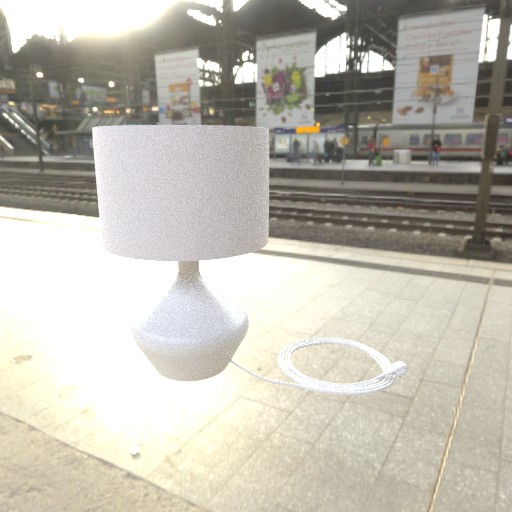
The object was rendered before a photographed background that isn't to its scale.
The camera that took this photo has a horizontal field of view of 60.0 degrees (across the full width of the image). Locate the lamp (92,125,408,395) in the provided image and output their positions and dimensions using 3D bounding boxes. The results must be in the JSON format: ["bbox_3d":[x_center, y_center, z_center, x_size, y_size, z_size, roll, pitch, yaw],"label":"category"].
[{"bbox_3d":[0.000,0.000,0.826,0.546,0.457,0.401,7,16,27],"label":"lamp"}]
